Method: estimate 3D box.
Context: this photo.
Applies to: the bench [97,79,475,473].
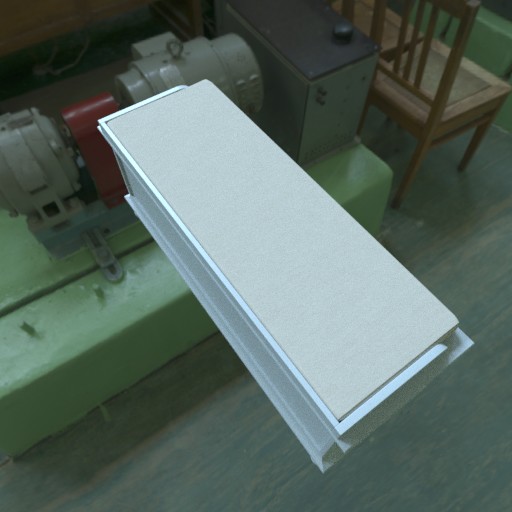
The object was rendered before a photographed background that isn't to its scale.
[{"bbox_3d":[0.000,0.000,1.387,0.402,0.486,1.185,-31,63,-18],"label":"bench"}]
